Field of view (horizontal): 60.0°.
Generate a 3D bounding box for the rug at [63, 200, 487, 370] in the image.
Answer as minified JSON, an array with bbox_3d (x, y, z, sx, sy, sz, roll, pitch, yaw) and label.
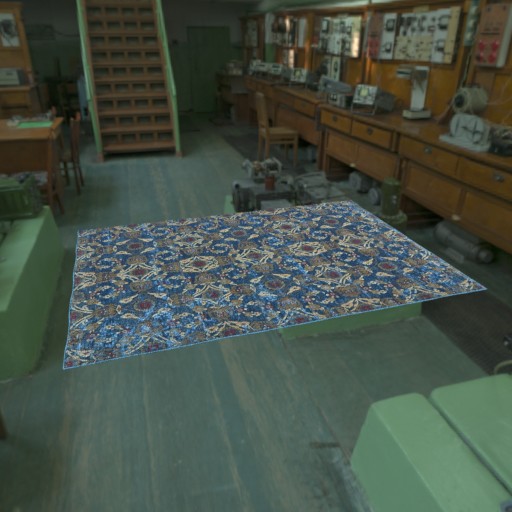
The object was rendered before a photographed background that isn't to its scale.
[{"bbox_3d":[0.000,0.000,4.232,3.291,0.013,2.337,-8,27,-16],"label":"rug"}]
